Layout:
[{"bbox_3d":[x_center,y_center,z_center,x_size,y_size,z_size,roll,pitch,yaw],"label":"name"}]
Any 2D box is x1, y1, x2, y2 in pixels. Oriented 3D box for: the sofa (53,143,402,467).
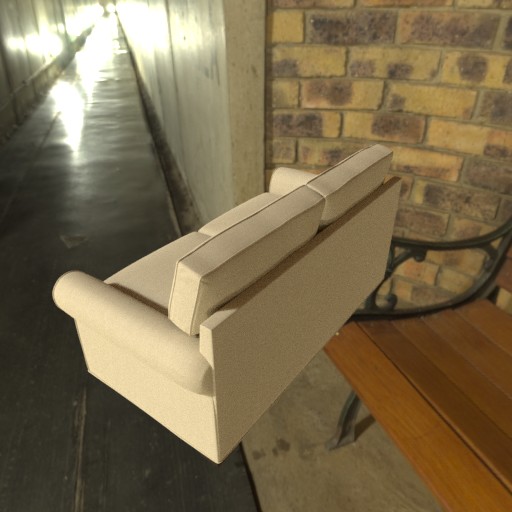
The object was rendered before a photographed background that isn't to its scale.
[{"bbox_3d":[0.000,0.000,2.300,0.861,0.933,1.774,21,37,31],"label":"sofa"}]
